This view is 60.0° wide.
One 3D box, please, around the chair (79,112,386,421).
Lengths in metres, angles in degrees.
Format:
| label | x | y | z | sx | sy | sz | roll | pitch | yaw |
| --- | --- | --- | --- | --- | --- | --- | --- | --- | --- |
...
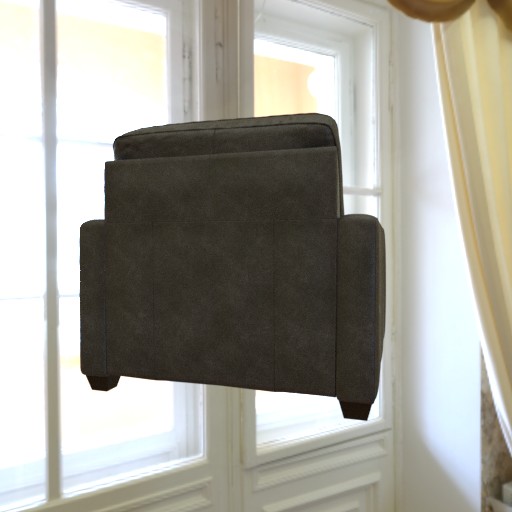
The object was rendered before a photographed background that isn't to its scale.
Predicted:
| label | x | y | z | sx | sy | sz | roll | pitch | yaw |
| --- | --- | --- | --- | --- | --- | --- | --- | --- | --- |
| chair | 0.000 | 0.000 | 1.797 | 1.006 | 0.916 | 0.939 | 0 | 2 | 17 |
